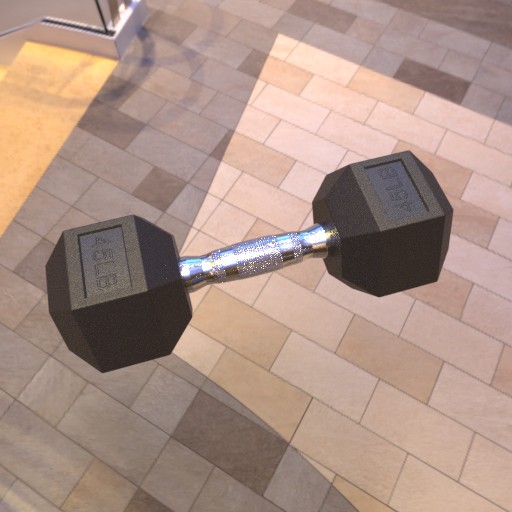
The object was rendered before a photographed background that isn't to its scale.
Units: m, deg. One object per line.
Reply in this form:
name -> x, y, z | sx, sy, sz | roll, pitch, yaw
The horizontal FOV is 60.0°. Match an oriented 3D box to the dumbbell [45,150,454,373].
dumbbell -> 0.000, 0.000, 0.418 | 0.356, 0.123, 0.141 | -14, 64, -7
